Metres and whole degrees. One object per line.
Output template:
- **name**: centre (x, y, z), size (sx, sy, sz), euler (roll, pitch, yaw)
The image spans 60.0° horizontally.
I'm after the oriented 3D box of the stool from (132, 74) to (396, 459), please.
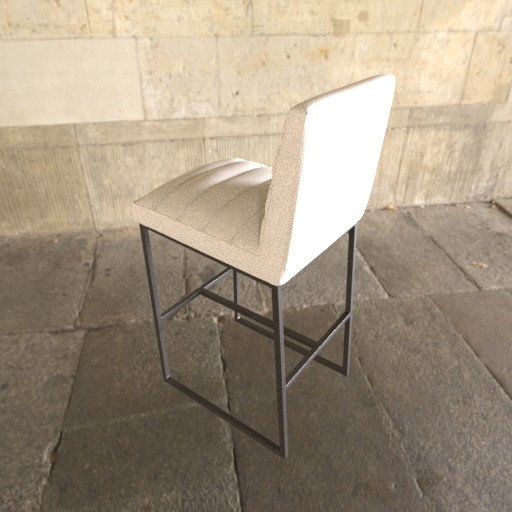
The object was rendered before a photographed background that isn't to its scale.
- **stool**: centre (0.000, 0.000, 1.375), size (0.573, 1.061, 0.464), euler (21, 38, 30)
